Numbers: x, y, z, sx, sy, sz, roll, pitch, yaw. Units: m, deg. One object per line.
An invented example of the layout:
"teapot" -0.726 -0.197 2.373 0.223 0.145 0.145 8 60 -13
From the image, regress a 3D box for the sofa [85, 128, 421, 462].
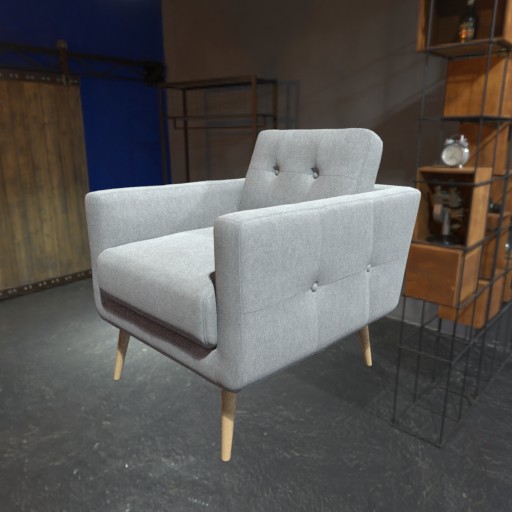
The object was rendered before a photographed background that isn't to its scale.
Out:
"sofa" 0.000 0.000 1.546 0.770 0.860 0.920 14 20 43
